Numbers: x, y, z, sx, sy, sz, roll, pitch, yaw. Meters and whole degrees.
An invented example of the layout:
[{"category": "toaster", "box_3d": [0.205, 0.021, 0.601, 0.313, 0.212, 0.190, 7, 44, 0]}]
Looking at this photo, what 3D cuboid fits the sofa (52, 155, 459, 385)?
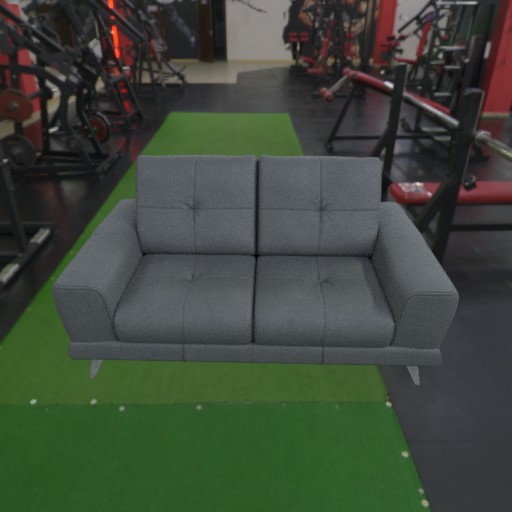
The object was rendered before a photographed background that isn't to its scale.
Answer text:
[{"category": "sofa", "box_3d": [0.000, 0.000, 2.367, 1.806, 0.907, 1.018, 1, 30, 1]}]
